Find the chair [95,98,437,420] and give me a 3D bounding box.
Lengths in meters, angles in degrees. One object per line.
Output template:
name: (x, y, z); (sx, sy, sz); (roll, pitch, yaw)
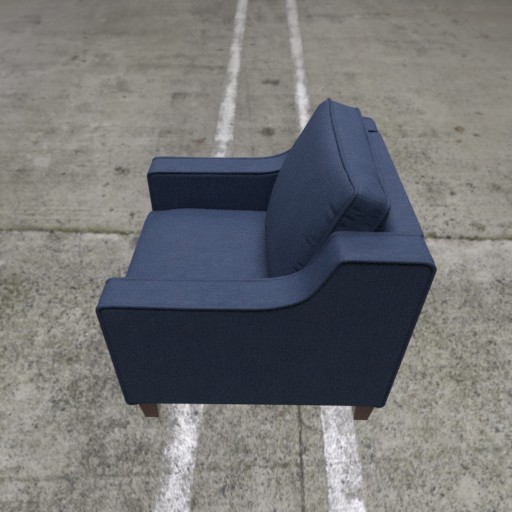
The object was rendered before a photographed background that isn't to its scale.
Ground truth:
chair: (0.000, 0.000, 1.620); (0.909, 0.960, 0.831); (1, 41, 1)
